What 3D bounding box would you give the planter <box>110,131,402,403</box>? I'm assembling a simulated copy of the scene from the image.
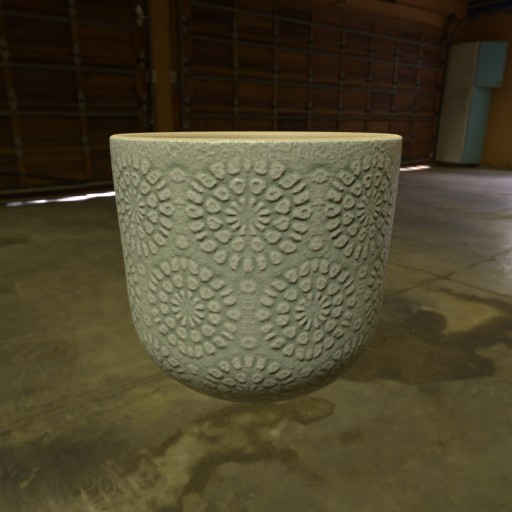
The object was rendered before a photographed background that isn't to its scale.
[{"bbox_3d":[0.000,0.000,0.290,0.169,0.153,0.169,0,17,0],"label":"planter"}]
